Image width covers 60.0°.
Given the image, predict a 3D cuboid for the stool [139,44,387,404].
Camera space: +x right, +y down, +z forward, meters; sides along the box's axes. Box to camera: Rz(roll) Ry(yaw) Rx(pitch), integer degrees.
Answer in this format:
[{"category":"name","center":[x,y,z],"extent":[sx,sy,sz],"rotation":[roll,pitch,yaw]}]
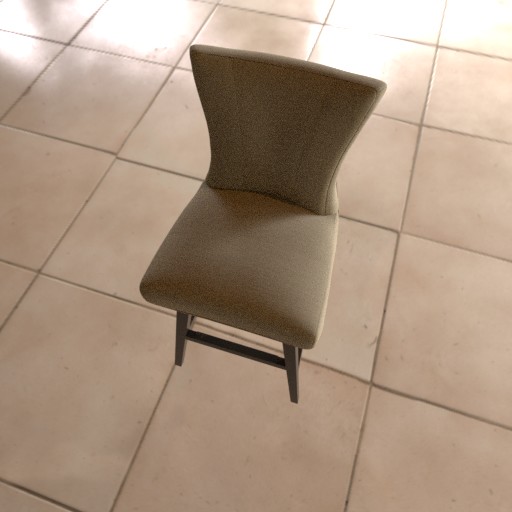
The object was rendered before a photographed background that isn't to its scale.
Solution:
[{"category":"stool","center":[0.000,0.000,1.428],"extent":[0.514,1.086,0.574],"rotation":[15,60,9]}]
